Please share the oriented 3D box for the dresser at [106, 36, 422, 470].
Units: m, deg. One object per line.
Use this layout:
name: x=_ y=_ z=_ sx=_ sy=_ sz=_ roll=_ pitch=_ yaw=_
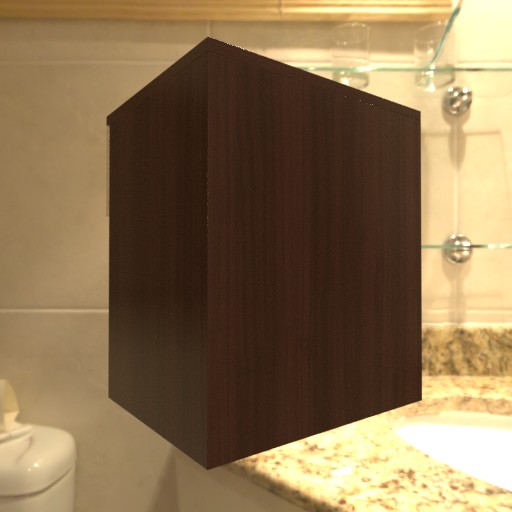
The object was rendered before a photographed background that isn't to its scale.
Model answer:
dresser: x=0.000 y=0.000 z=0.742 sx=0.400 sy=0.470 sz=0.360 roll=1 pitch=-1 yaw=-37
